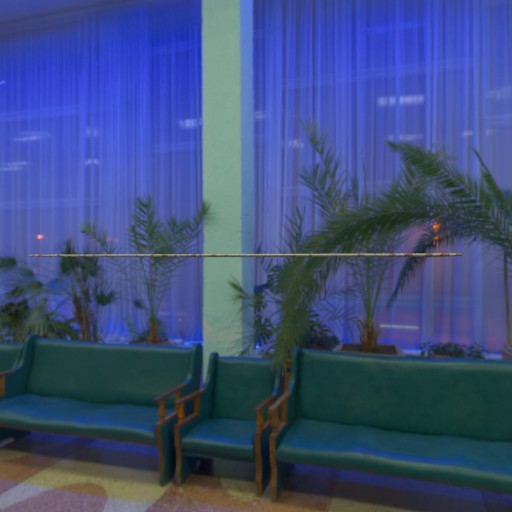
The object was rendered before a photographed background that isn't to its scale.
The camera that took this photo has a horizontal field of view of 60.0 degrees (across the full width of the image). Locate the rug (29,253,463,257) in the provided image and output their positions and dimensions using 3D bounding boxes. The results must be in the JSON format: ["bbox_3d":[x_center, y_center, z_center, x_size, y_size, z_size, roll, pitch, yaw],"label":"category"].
[{"bbox_3d":[0.000,0.000,3.034,2.435,0.011,1.517,0,0,20],"label":"rug"}]
